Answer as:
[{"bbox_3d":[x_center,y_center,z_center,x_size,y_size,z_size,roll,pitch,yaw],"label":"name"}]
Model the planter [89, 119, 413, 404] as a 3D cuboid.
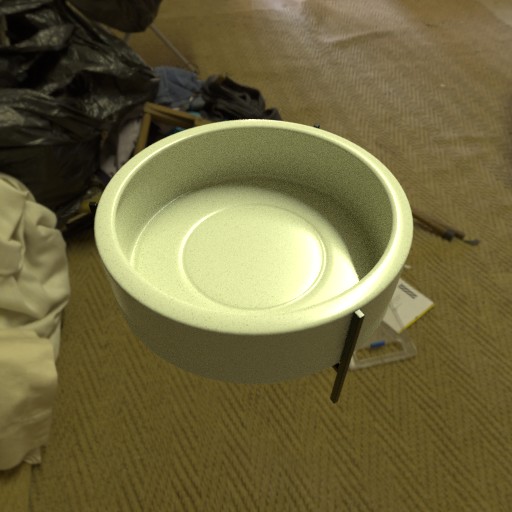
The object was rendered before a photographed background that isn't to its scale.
[{"bbox_3d":[0.000,0.000,0.536,0.336,0.171,0.345,-24,52,-21],"label":"planter"}]
